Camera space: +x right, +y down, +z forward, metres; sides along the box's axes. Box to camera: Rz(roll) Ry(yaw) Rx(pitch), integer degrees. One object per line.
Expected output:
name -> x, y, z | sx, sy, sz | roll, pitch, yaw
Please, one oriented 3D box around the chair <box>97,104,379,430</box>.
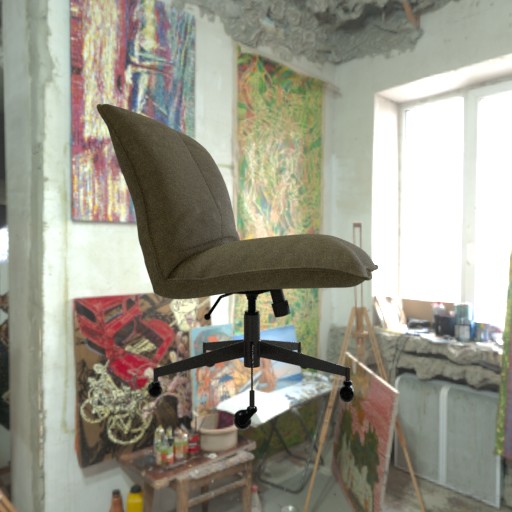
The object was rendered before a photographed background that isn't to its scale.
chair -> 0.000, 0.000, 1.317 | 0.696, 0.811, 0.597 | 1, 2, 18
